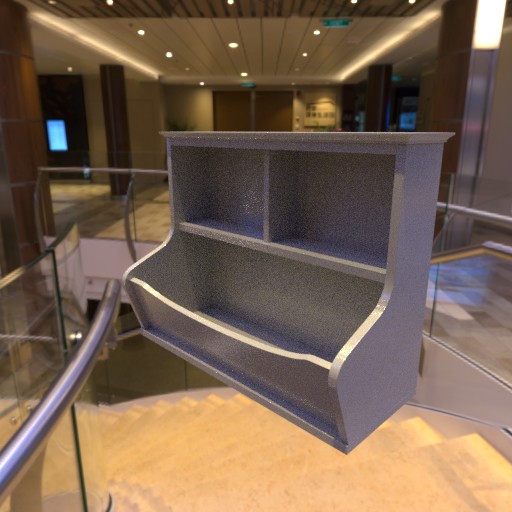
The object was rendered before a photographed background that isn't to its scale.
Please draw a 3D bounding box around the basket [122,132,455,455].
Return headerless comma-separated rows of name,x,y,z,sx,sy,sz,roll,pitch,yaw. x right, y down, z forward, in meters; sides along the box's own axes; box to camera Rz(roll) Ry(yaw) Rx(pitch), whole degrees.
basket,0.000,0.000,1.117,0.780,0.600,0.350,15,22,43
